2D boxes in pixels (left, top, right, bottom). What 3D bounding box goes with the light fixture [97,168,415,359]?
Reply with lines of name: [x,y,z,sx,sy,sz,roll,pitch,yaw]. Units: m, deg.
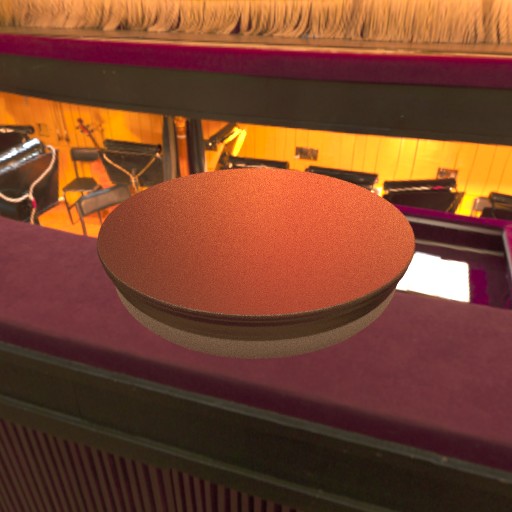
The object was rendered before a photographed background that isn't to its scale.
light fixture: [0.000,0.000,0.559,0.368,0.100,0.368,0,31,0]
